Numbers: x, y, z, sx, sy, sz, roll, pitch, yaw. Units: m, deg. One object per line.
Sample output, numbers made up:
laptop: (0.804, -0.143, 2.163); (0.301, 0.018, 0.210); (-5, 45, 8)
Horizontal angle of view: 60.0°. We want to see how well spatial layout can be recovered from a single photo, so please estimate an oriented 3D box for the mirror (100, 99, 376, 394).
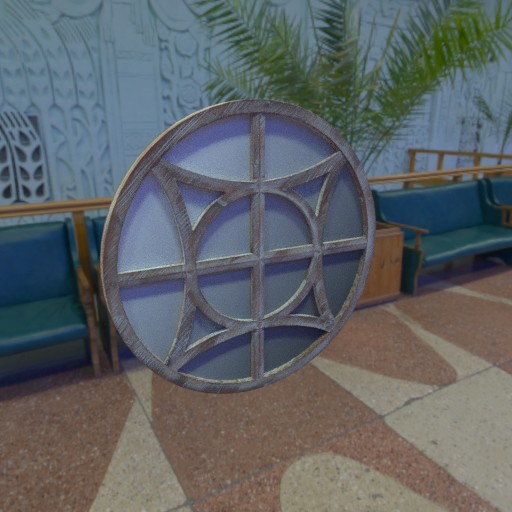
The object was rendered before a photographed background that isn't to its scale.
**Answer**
mirror: (0.000, 0.000, 1.066); (0.710, 0.710, 0.038); (-9, 19, -26)
